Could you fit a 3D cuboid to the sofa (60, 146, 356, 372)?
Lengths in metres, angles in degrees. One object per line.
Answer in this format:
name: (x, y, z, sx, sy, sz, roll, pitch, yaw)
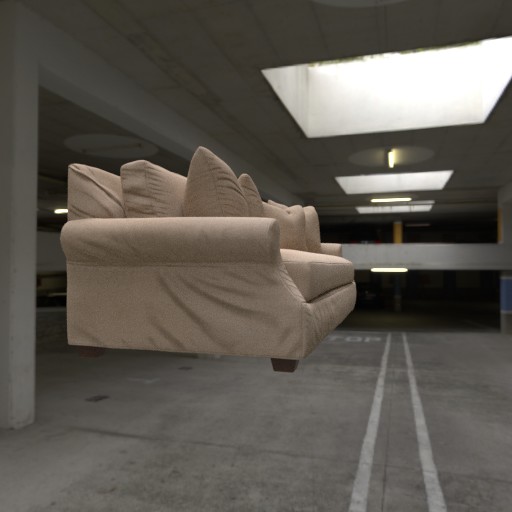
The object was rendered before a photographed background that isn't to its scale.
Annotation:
sofa: (0.000, 0.000, 2.762, 1.067, 0.904, 2.285, 0, -1, 17)
